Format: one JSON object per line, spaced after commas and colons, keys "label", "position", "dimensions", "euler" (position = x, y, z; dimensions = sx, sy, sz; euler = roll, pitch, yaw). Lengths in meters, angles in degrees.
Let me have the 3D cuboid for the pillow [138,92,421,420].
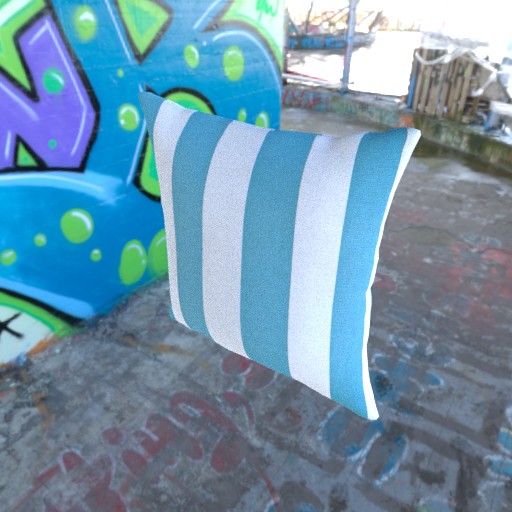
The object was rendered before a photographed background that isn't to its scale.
{"label": "pillow", "position": [0.000, 0.000, 0.813], "dimensions": [0.536, 0.526, 0.189], "euler": [19, 35, 29]}
